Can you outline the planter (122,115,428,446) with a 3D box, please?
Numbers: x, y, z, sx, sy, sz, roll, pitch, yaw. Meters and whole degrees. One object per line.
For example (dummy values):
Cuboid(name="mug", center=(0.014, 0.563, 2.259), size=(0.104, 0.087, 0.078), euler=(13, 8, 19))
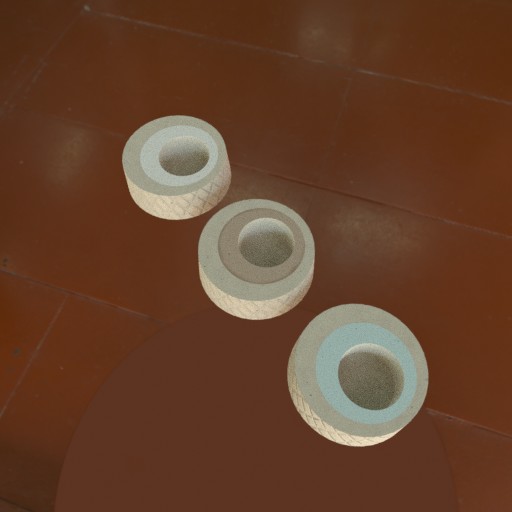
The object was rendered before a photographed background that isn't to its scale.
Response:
Cuboid(name="planter", center=(0.000, 0.000, 0.423), size=(0.114, 0.038, 0.390), euler=(-34, 67, -16))
